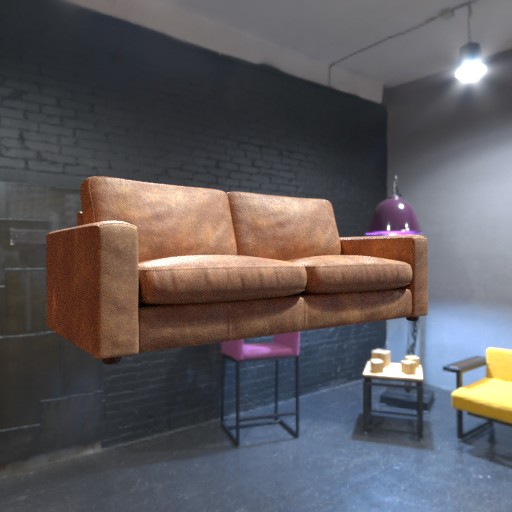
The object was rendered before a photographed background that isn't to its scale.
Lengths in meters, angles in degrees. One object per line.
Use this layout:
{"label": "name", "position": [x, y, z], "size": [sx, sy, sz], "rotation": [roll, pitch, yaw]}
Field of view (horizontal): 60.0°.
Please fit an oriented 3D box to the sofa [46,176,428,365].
{"label": "sofa", "position": [0.000, 0.000, 2.706], "size": [2.179, 0.873, 1.016], "rotation": [0, 0, -36]}
